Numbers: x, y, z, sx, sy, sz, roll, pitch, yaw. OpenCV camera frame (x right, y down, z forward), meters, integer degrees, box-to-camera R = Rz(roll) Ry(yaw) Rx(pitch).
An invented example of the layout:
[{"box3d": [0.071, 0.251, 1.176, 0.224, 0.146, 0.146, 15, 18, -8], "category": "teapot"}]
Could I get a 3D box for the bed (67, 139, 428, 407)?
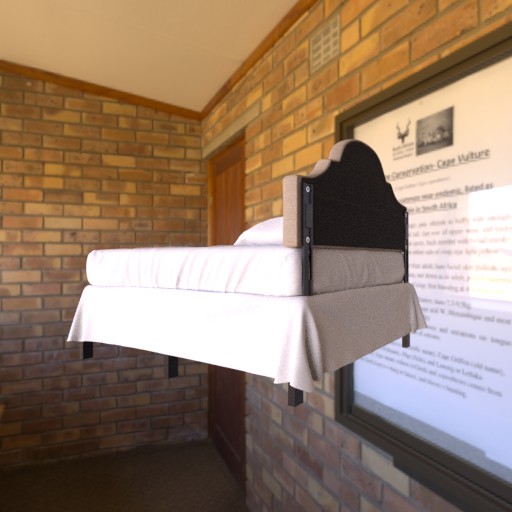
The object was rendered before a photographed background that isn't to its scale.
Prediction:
[{"box3d": [0.000, 0.000, 3.745, 2.222, 1.631, 2.303, 0, -1, 36], "category": "bed"}]
